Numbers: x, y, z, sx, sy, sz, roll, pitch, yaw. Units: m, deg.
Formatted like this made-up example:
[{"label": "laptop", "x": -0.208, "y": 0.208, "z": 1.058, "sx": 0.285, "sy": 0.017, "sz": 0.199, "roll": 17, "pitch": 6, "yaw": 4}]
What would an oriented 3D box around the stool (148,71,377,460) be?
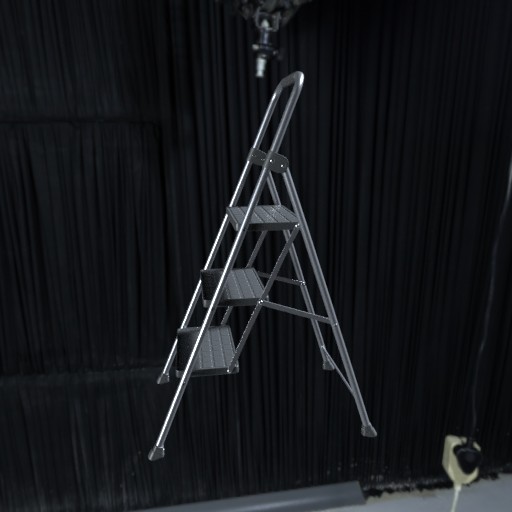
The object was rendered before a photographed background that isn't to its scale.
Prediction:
[{"label": "stool", "x": 0.000, "y": 0.000, "z": 1.465, "sx": 0.733, "sy": 1.121, "sz": 0.473, "roll": -2, "pitch": 15, "yaw": -8}]
